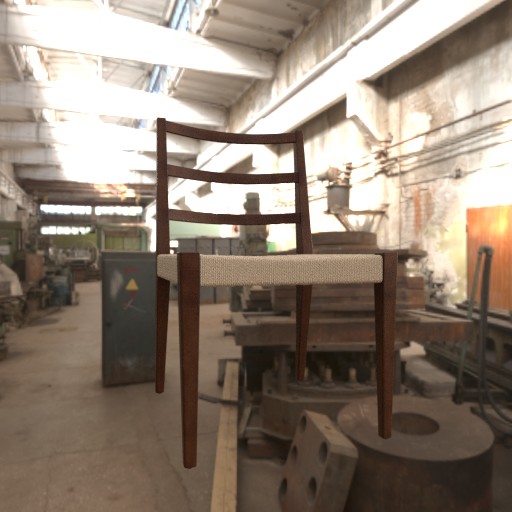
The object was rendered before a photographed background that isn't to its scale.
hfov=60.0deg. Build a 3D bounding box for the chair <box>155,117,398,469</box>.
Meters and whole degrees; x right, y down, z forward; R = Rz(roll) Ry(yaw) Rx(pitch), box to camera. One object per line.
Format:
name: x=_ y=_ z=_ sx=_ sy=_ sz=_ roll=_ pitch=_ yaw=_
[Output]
chair: x=0.000 y=0.000 z=1.162 sx=0.480 sy=0.813 sz=0.551 roll=0 pitch=0 yaw=-18
